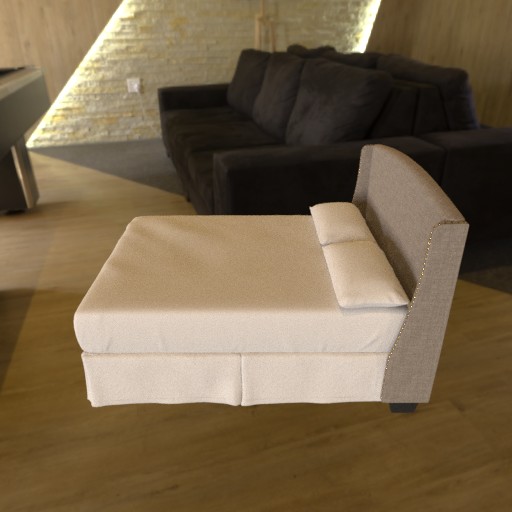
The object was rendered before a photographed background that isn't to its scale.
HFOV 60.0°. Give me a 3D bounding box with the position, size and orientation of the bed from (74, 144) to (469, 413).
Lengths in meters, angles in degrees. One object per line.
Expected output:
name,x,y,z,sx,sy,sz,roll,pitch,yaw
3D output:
bed,0.000,0.000,3.287,2.237,1.407,1.710,0,27,0
